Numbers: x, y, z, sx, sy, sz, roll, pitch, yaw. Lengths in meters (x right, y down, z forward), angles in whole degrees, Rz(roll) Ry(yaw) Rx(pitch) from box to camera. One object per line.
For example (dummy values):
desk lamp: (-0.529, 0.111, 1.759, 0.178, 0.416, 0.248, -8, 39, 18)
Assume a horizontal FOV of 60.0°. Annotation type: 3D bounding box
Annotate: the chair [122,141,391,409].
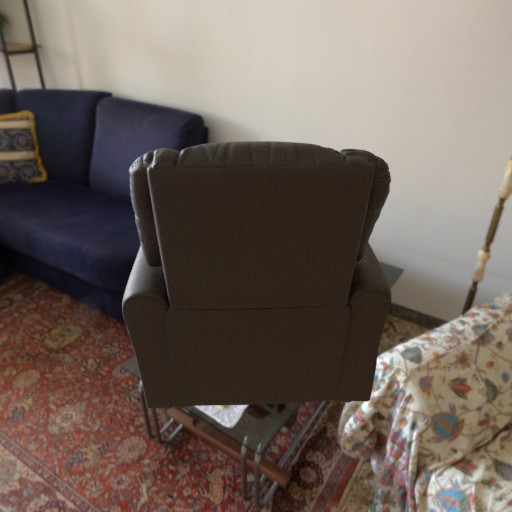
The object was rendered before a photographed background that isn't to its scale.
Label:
chair: (0.000, 0.000, 1.134, 0.610, 0.709, 0.521, -1, 31, -2)
